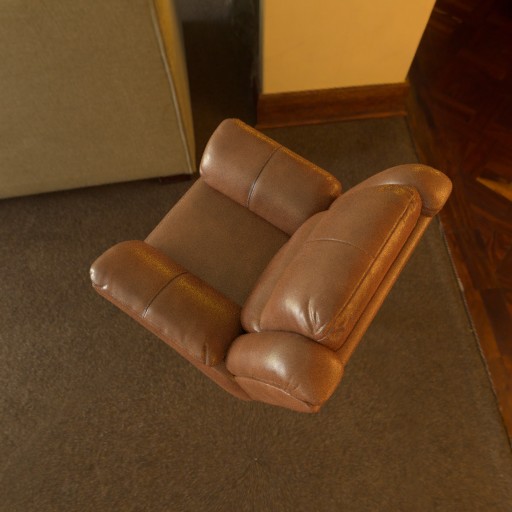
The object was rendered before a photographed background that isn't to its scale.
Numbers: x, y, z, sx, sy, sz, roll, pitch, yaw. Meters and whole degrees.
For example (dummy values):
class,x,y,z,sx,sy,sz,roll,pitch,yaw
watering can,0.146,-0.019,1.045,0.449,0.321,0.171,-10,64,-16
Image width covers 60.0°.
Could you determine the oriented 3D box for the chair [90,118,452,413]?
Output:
class,x,y,z,sx,sy,sz,roll,pitch,yaw
chair,0.000,0.000,1.864,1.041,1.093,0.990,32,69,14
